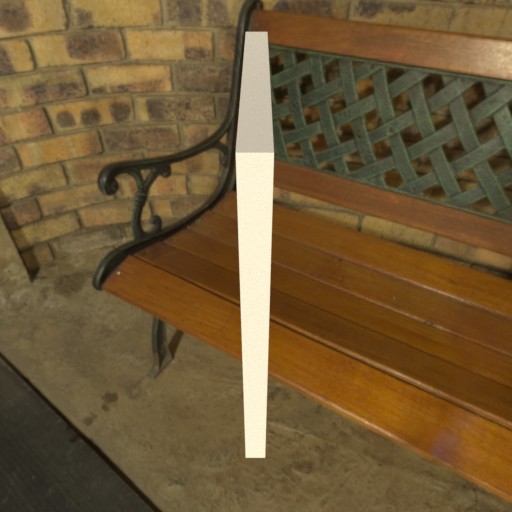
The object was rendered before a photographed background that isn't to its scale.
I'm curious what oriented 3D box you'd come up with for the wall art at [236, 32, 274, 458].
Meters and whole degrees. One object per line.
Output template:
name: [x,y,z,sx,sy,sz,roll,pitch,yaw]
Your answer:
wall art: [0.000,0.000,0.826,0.038,0.657,0.450,0,41,0]
